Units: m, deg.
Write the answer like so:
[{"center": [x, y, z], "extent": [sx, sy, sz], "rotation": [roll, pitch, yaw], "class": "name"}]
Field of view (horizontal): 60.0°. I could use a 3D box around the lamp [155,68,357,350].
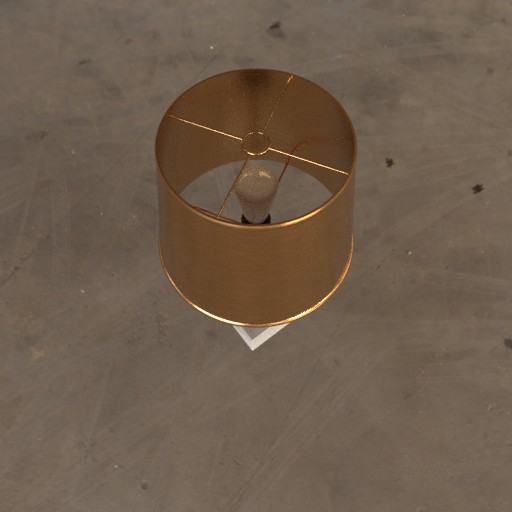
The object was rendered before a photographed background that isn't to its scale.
[{"center": [0.000, 0.000, 0.524], "extent": [0.208, 0.406, 0.208], "rotation": [0, 64, 0], "class": "lamp"}]
